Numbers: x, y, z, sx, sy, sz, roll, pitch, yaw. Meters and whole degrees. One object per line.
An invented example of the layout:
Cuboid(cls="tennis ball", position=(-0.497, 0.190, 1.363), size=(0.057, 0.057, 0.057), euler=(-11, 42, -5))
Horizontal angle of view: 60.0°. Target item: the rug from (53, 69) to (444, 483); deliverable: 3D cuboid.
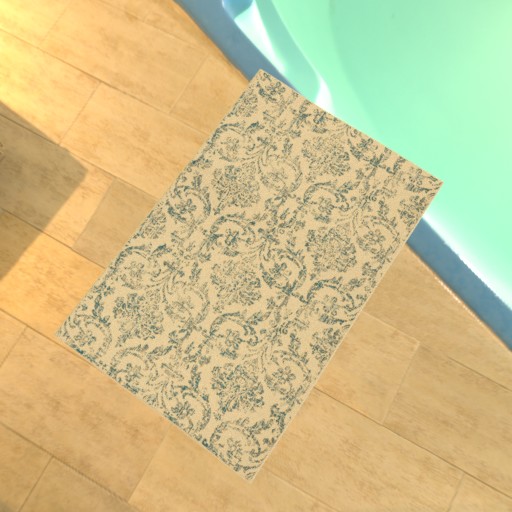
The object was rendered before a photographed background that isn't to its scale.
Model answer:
Cuboid(cls="rug", position=(0.000, 0.000, 3.468), size=(1.819, 0.018, 2.746), euler=(34, 80, 7))
